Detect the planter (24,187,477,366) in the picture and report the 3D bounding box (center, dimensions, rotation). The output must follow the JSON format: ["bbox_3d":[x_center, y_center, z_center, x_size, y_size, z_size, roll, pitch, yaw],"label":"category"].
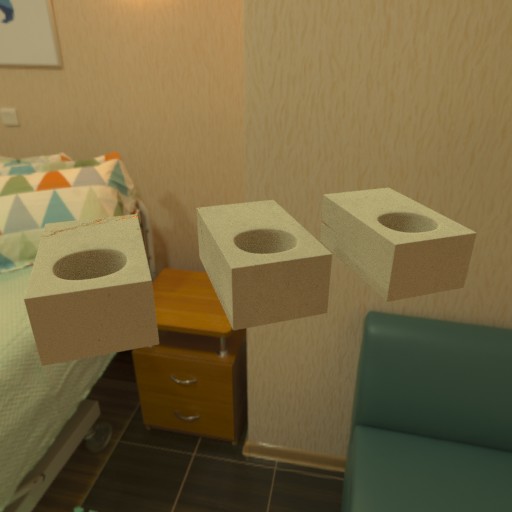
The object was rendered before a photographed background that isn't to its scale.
[{"bbox_3d":[0.000,0.000,0.377,0.333,0.051,0.127,-8,27,-16],"label":"planter"}]
